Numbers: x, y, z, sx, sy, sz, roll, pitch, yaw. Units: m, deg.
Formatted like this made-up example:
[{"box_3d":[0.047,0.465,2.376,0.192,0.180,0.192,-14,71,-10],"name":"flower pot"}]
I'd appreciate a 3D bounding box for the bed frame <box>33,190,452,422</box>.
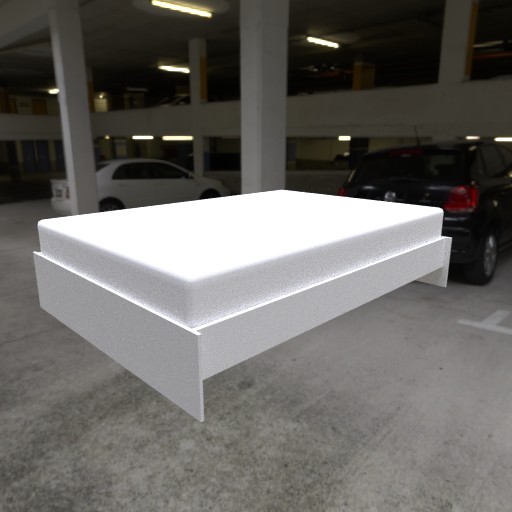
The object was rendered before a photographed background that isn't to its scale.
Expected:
[{"box_3d":[0.000,0.000,2.567,1.945,0.497,1.445,-15,21,-43],"name":"bed frame"}]
